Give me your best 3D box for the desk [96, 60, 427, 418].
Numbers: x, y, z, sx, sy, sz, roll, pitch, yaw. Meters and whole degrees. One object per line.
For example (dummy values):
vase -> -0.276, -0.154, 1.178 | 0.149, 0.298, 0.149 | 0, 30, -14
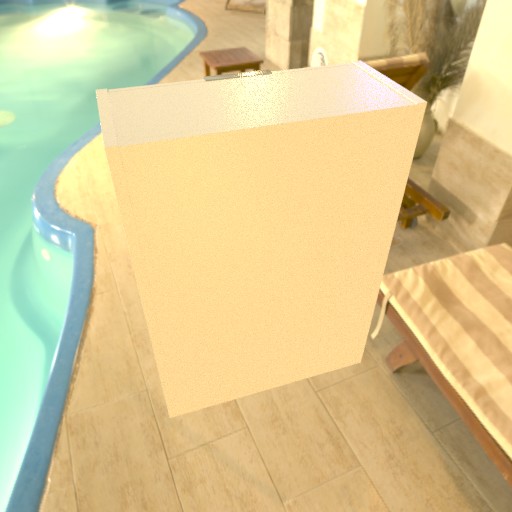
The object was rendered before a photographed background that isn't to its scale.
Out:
desk -> 0.000, 0.000, 1.629 | 0.850, 1.190, 0.390 | -12, 42, -14
